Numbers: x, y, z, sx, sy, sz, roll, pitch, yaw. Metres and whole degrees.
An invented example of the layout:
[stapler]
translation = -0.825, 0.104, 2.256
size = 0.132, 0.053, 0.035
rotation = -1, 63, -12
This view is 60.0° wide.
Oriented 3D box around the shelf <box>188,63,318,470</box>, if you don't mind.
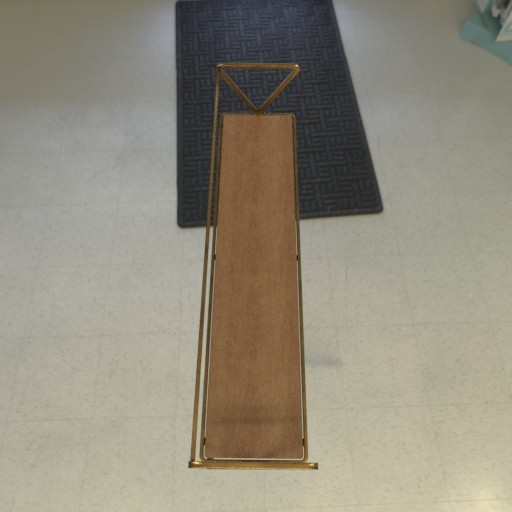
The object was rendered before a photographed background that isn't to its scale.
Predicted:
[shelf]
translation = 0.000, 0.000, 0.743
size = 0.150, 0.229, 0.645
rotation = 1, 64, 0
